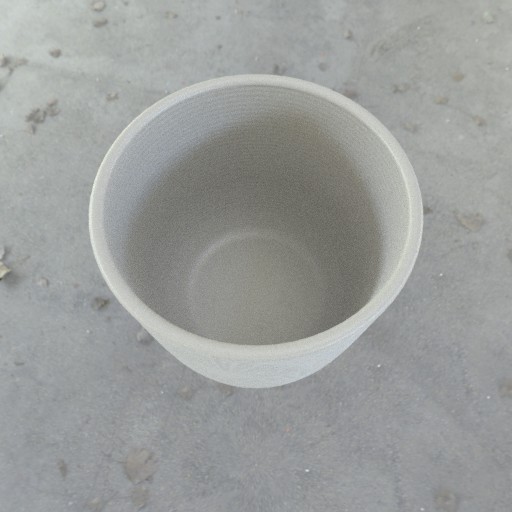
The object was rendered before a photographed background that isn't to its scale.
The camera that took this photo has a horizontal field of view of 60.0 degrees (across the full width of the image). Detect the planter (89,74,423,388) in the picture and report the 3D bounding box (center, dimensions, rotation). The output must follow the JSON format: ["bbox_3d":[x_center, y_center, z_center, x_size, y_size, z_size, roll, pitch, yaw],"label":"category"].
[{"bbox_3d":[0.000,0.000,0.214,0.124,0.109,0.124,0,65,0],"label":"planter"}]
